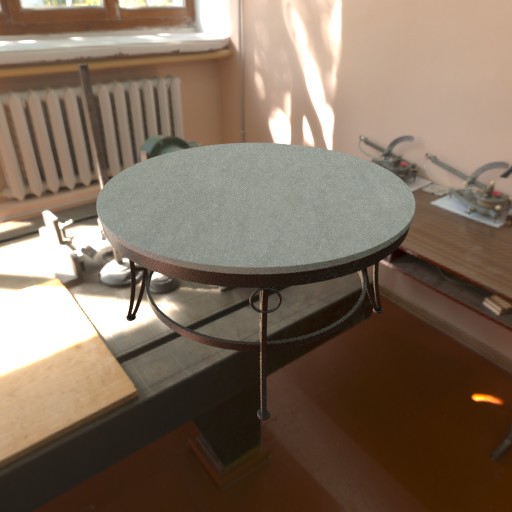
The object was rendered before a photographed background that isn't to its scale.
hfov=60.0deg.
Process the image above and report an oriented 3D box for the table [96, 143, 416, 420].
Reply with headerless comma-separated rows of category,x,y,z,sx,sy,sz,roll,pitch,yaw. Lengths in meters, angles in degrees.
table,0.000,0.000,1.411,0.889,0.470,0.889,0,31,0
